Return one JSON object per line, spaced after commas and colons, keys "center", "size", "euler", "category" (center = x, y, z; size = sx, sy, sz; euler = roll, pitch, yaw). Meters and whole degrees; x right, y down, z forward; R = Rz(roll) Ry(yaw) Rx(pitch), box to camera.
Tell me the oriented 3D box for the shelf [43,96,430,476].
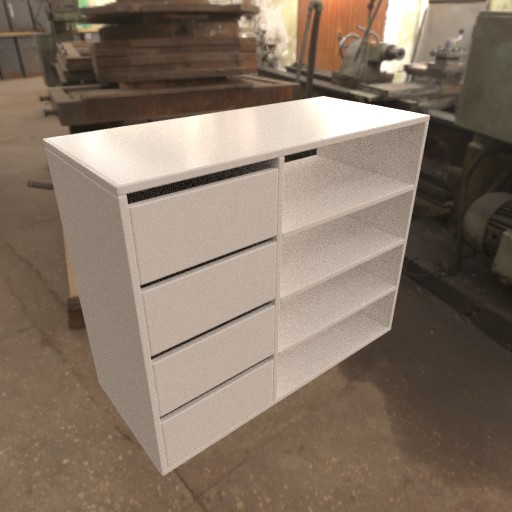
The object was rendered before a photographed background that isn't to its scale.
{"center": [0.000, 0.000, 1.267], "size": [0.895, 0.732, 0.396], "euler": [-21, 35, -33], "category": "shelf"}
